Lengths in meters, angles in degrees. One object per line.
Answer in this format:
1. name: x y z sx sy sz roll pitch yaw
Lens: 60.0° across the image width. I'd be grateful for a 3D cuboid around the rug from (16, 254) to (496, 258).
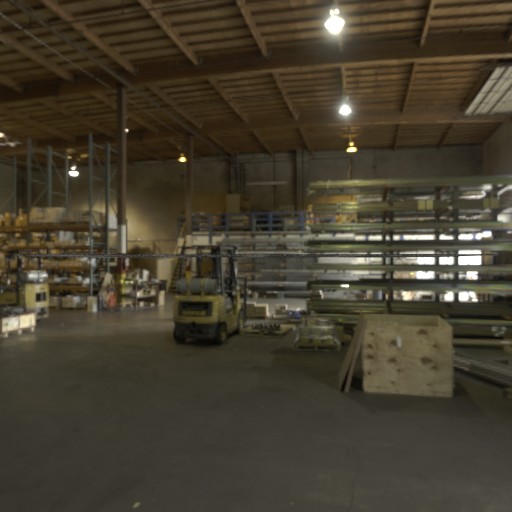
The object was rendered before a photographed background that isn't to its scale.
1. rug: 0.000 0.000 2.617 2.434 0.012 0.760 0 -1 1
